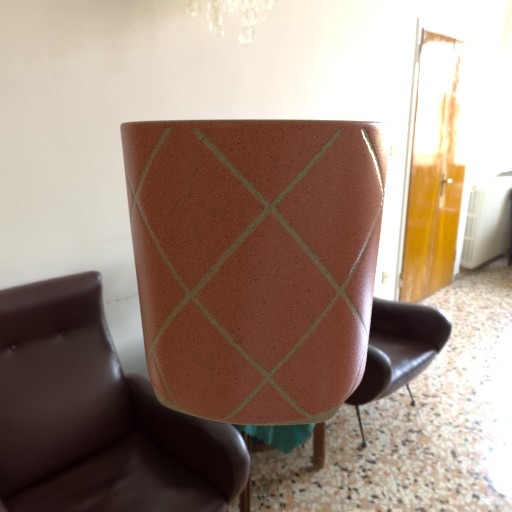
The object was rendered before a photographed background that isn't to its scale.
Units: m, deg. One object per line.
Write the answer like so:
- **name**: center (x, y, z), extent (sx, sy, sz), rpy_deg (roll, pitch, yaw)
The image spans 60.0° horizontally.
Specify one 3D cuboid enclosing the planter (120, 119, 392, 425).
- **planter**: center (0.000, 0.000, 0.350), extent (0.191, 0.200, 0.191), rpy_deg (0, 15, 0)
